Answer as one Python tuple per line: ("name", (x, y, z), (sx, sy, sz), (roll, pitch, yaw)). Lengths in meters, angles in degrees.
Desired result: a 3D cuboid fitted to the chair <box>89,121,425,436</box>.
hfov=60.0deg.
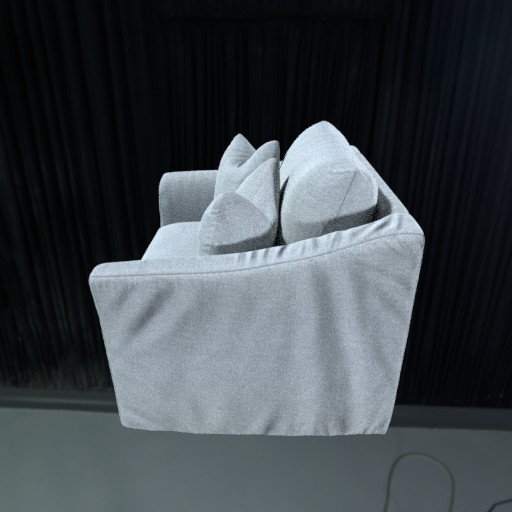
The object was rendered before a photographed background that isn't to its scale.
("chair", (0.000, 0.000, 2.014), (1.071, 1.059, 1.194), (0, 26, 1))
